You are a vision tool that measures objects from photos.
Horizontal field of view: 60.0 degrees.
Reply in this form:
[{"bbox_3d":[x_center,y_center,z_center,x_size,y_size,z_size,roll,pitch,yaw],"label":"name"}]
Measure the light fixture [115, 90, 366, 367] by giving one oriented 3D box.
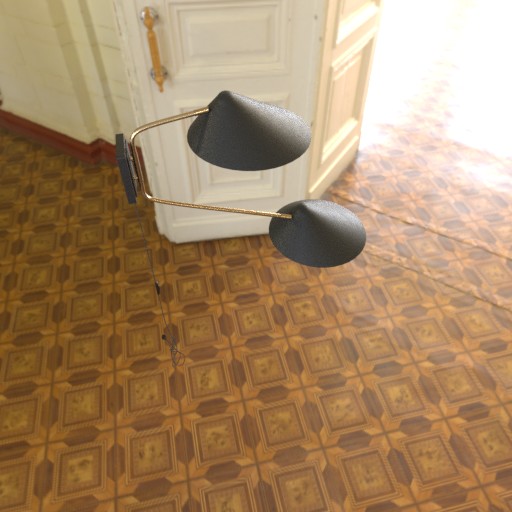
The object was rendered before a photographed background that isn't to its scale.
[{"bbox_3d":[0.000,0.000,0.850,0.422,0.665,0.189,-10,47,-9],"label":"light fixture"}]
